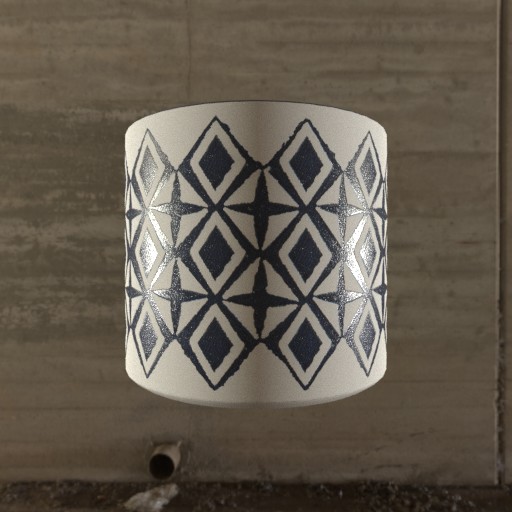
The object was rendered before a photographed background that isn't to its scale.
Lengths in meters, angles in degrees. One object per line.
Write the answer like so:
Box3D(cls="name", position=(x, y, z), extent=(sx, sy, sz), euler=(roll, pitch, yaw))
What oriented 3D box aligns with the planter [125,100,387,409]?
Box3D(cls="planter", position=(0.000, 0.000, 0.280), extent=(0.159, 0.144, 0.159), euler=(0, 1, 0))
